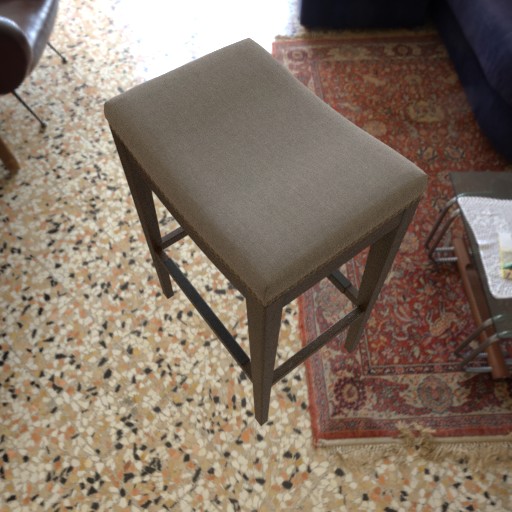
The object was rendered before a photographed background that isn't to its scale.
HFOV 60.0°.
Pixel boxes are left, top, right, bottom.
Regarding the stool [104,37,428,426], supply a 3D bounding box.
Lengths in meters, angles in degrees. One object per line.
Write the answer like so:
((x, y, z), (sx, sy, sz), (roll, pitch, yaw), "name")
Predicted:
((0.000, 0.000, 1.044), (0.356, 0.762, 0.508), (-33, 64, -19), "stool")
